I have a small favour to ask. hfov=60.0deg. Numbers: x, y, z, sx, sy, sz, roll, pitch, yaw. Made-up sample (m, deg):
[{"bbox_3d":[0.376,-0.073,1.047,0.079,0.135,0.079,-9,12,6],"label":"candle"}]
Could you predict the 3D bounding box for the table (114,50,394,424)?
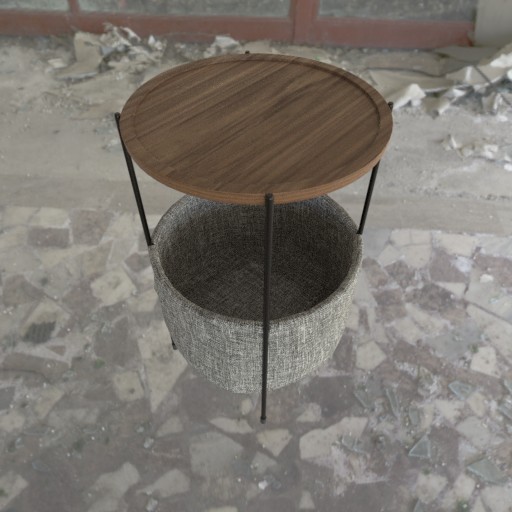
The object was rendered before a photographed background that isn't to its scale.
[{"bbox_3d":[0.000,0.000,0.865,0.400,0.623,0.400,32,55,26],"label":"table"}]
